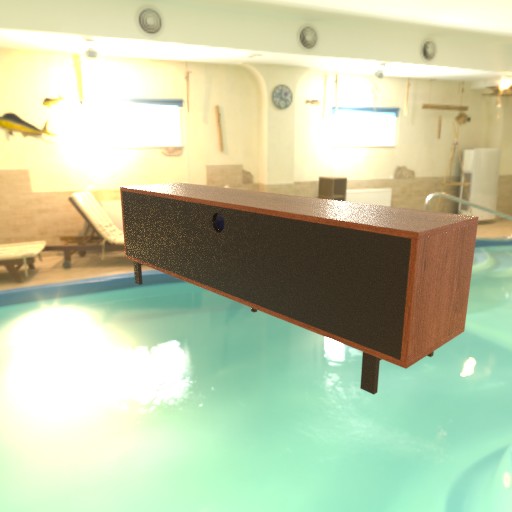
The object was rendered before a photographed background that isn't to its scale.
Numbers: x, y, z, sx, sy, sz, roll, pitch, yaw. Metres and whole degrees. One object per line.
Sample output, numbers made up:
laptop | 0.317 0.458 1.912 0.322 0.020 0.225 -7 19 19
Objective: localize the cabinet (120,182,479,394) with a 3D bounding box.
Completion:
cabinet | 0.000 0.000 1.897 0.400 0.500 1.650 -13 19 -41
